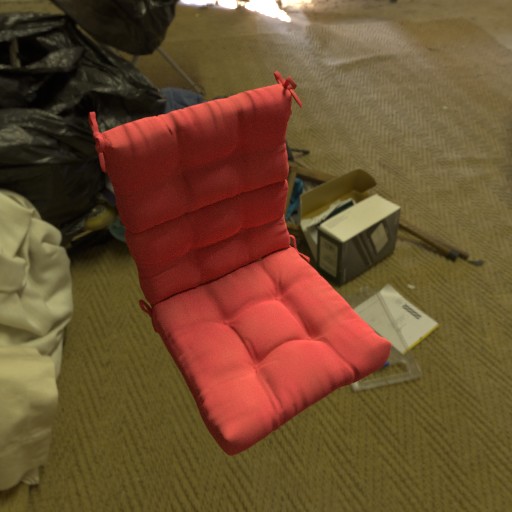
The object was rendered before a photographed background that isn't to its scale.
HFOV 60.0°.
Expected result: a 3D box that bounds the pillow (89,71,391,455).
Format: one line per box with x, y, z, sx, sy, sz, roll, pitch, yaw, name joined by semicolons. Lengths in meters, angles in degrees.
0.000;0.000;1.030;0.519;0.605;0.571;-23;49;-21;pillow
